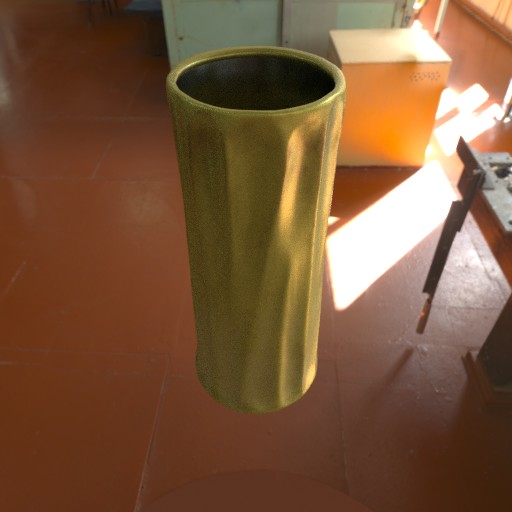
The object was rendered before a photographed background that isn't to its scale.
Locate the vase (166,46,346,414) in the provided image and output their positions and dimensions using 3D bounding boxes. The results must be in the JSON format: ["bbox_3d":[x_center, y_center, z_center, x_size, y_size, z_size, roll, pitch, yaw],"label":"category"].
[{"bbox_3d":[0.000,0.000,0.176,0.061,0.143,0.061,0,43,0],"label":"vase"}]
